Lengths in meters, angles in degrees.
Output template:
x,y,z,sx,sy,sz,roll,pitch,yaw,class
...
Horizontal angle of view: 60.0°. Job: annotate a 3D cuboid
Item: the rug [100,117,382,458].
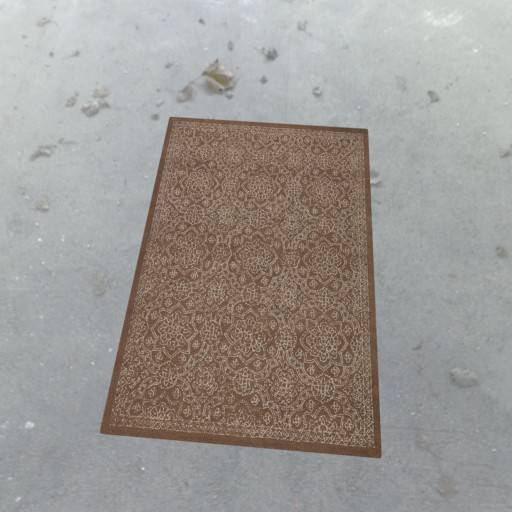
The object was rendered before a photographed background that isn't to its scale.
x,y,z,sx,sy,sz,roll,pitch,yaw,class
0.000,0.000,2.309,1.219,0.010,1.829,4,64,2,rug
